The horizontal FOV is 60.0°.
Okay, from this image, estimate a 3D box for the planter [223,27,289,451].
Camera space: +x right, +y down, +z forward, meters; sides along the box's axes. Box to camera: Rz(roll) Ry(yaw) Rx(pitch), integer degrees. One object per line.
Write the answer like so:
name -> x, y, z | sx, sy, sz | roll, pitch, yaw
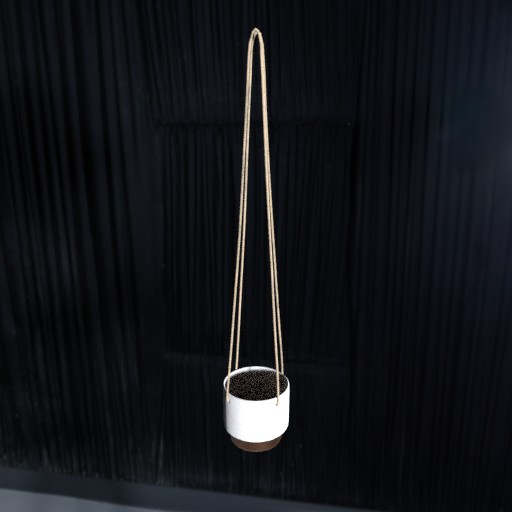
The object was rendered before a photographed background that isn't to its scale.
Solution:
planter -> 0.000, 0.000, 0.899 | 0.146, 0.841, 0.146 | 2, 15, 8
